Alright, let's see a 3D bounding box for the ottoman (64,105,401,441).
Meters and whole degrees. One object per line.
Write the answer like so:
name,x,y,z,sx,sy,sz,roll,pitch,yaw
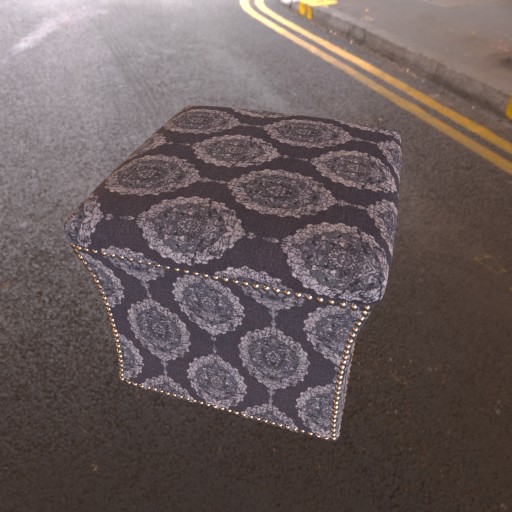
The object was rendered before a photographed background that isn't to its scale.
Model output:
ottoman,0.000,0.000,0.928,0.507,0.475,0.497,11,42,13
